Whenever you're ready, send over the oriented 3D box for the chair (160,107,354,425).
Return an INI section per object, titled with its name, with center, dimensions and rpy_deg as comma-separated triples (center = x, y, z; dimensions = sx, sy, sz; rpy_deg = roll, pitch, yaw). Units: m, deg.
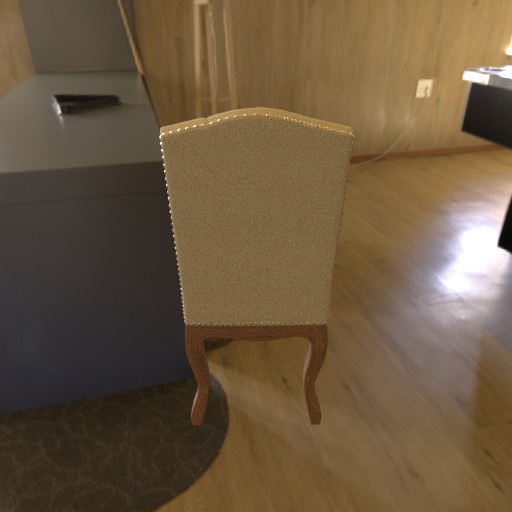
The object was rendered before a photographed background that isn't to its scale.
[chair]
center = 0.000, 0.000, 1.607
dimensions = 0.623, 1.165, 0.715
rpy_deg = 0, 30, 0
